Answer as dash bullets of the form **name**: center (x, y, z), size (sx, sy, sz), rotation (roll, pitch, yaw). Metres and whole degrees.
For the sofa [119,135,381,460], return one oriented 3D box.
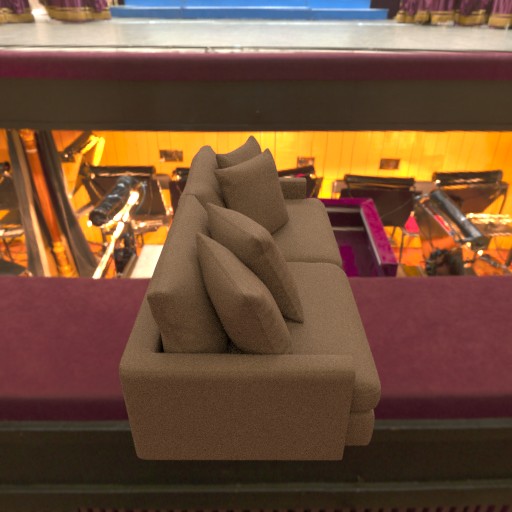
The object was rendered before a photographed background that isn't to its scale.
- **sofa**: center (0.000, 0.000, 3.001), size (1.228, 1.084, 2.380), rotation (0, 31, 0)
